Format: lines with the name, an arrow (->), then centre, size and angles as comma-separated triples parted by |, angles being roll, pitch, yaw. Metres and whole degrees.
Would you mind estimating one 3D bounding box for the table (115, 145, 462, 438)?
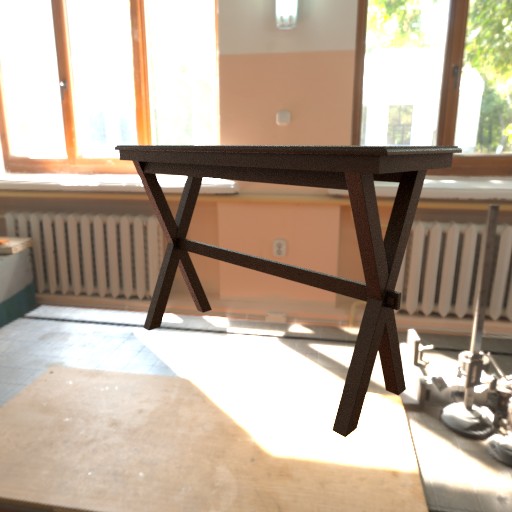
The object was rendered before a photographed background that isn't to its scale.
table -> 0.000, 0.000, 1.579 | 0.399, 0.763, 1.197 | -14, 20, -43
